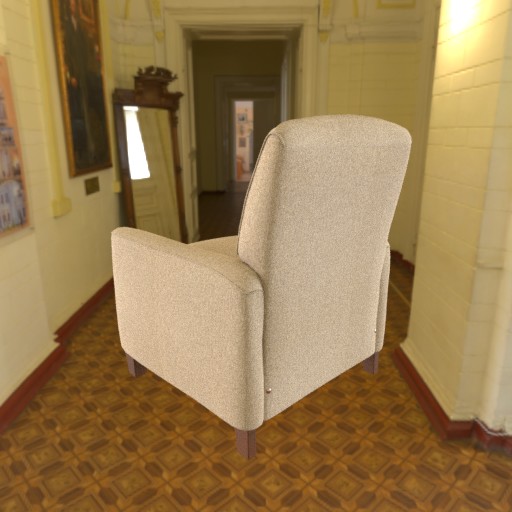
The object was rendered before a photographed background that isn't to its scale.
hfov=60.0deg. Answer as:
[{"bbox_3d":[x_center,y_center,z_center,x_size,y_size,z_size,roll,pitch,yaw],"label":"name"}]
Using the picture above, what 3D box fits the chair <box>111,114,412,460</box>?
[{"bbox_3d":[0.000,0.000,1.704,0.848,1.014,0.864,-15,21,-43],"label":"chair"}]
